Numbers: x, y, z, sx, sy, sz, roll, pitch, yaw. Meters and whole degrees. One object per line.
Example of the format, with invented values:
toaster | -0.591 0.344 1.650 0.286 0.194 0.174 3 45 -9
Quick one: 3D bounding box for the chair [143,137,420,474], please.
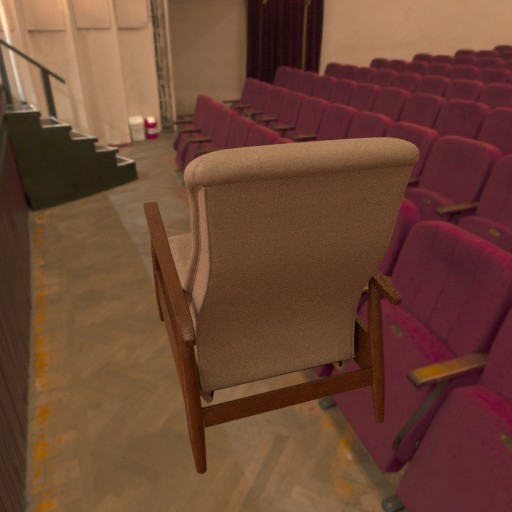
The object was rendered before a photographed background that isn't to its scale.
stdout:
chair | 0.000 0.000 1.764 0.762 1.082 1.030 -9 28 -16
